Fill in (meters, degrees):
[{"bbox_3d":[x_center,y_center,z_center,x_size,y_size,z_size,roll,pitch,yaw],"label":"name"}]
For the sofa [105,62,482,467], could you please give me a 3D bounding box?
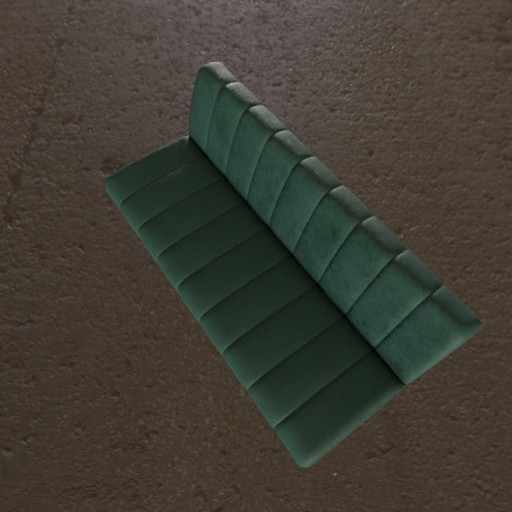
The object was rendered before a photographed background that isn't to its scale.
[{"bbox_3d":[0.000,0.000,2.226,0.830,0.820,1.810,-33,67,-16],"label":"sofa"}]
